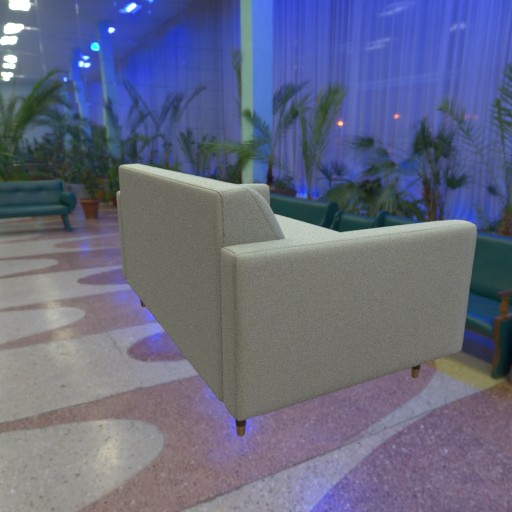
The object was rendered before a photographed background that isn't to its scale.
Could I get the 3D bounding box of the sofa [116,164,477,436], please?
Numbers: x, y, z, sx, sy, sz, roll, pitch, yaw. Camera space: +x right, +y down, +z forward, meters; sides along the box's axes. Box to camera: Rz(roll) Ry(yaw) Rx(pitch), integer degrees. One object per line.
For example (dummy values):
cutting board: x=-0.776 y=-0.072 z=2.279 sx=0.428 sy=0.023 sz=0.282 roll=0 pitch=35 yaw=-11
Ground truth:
sofa: x=0.000 y=0.000 z=2.063 sx=0.950 sy=0.801 sz=1.585 roll=-8 pitch=17 yaw=-27
